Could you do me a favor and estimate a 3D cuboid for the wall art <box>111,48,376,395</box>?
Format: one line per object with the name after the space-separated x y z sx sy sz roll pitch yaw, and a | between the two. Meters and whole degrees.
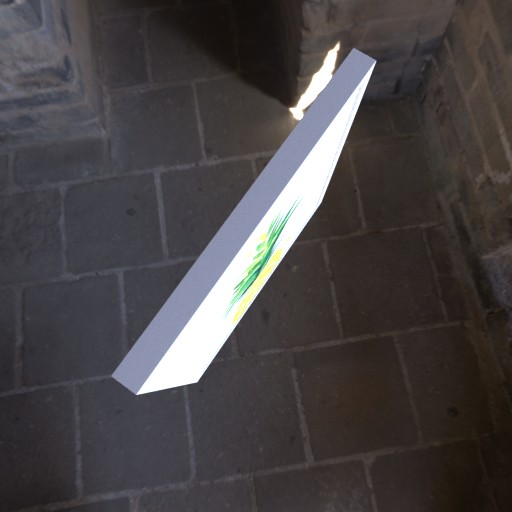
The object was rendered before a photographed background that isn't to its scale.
0.000 0.000 0.778 0.035 0.507 0.508 34 78 8 | wall art
